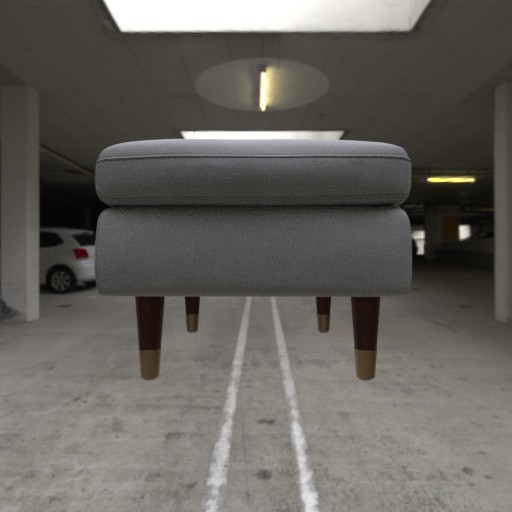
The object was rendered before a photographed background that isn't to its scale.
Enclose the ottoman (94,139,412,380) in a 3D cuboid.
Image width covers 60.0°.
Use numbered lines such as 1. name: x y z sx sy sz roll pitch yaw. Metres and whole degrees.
1. ottoman: 0.000 0.000 1.121 0.593 0.478 0.747 0 0 0
